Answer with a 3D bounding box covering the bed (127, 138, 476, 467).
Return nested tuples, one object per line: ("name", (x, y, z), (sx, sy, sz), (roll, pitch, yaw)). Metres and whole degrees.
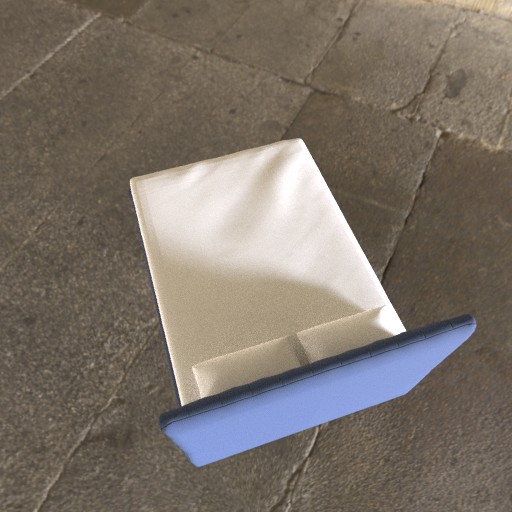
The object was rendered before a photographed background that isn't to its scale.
("bed", (0.000, 0.000, 3.346), (1.706, 1.427, 2.387), (-16, 60, -9))
